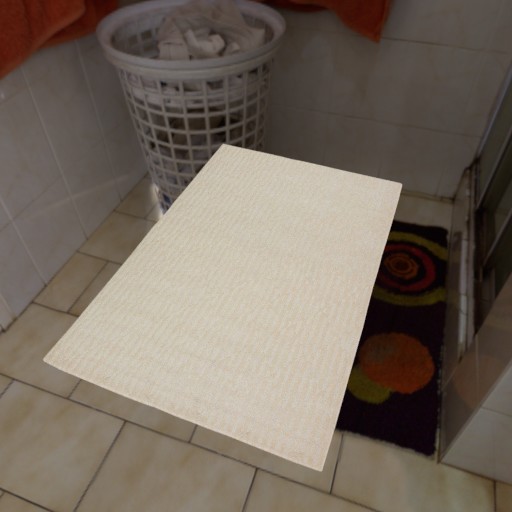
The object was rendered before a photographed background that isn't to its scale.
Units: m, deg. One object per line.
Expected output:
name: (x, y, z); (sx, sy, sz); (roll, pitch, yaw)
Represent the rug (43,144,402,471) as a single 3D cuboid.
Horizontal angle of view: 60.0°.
rug: (0.000, 0.000, 2.324); (1.238, 0.014, 1.848); (16, 48, 15)
